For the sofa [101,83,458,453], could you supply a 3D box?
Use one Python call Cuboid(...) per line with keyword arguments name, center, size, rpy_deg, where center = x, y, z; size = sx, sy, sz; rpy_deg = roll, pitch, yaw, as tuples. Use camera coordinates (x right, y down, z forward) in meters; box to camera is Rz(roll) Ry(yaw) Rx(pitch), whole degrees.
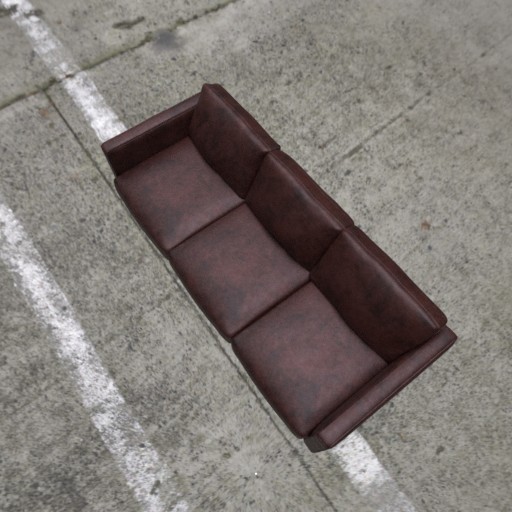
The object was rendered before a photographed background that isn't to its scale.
Cuboid(name="sofa", center=(0.000, 0.000, 3.055), size=(1.045, 1.006, 2.464), rpy_deg=(-34, 69, -15))
